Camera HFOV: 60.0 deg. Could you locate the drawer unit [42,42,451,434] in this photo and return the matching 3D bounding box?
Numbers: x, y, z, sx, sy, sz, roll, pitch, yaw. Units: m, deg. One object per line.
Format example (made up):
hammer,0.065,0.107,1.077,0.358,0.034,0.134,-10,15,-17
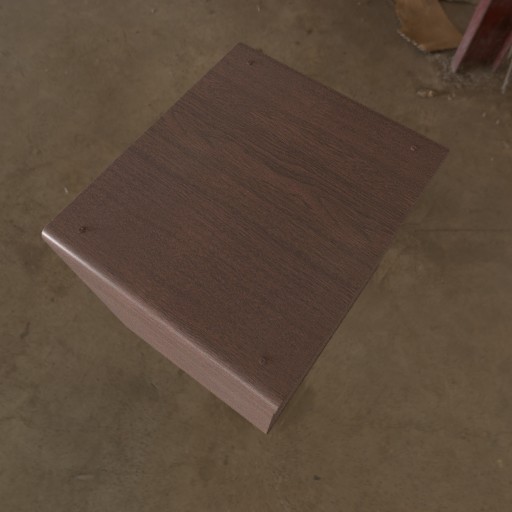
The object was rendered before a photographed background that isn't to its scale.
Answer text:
drawer unit,0.000,0.000,0.620,0.290,0.344,0.344,33,69,14
